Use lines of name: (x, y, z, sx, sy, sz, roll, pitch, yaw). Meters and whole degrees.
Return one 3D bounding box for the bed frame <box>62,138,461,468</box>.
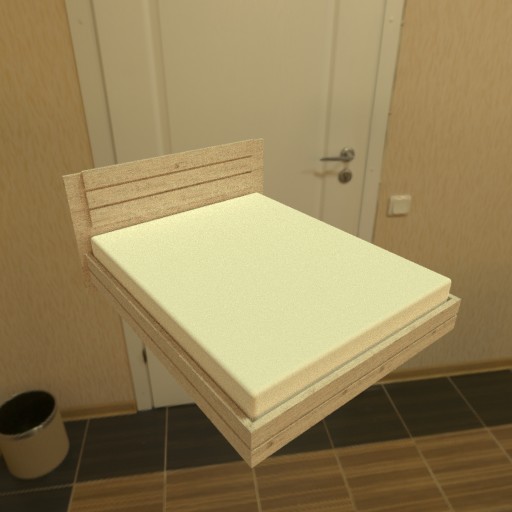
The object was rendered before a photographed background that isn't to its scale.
bed frame: (0.000, 0.000, 3.005, 1.750, 0.970, 2.080, -20, 34, -33)
